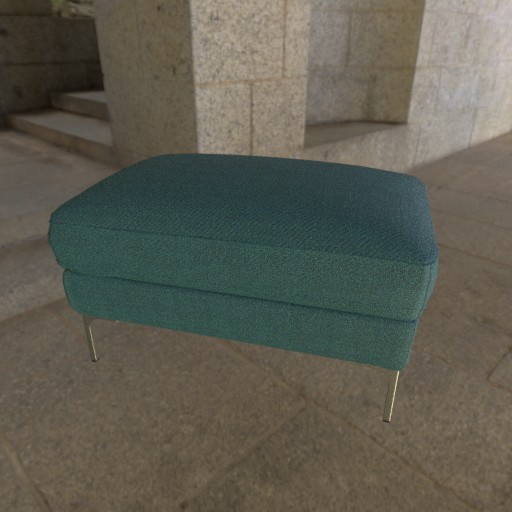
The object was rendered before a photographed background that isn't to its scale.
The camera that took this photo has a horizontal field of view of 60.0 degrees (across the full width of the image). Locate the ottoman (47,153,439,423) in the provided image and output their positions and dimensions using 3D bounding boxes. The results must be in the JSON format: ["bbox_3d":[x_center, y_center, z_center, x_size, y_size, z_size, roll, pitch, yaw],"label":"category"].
[{"bbox_3d":[0.000,0.000,1.201,0.856,0.498,0.563,7,27,14],"label":"ottoman"}]
